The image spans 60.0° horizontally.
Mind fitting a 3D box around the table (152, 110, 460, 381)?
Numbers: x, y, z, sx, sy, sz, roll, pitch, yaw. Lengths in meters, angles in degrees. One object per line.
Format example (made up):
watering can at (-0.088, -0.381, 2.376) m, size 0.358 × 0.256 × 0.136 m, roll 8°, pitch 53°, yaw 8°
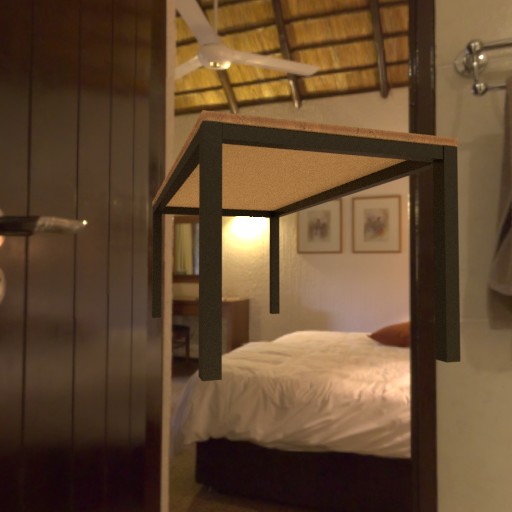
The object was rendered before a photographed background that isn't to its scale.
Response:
table at (0.000, 0.000, 2.245) m, size 0.893 × 0.767 × 1.805 m, roll 1°, pitch -2°, yaw -18°
